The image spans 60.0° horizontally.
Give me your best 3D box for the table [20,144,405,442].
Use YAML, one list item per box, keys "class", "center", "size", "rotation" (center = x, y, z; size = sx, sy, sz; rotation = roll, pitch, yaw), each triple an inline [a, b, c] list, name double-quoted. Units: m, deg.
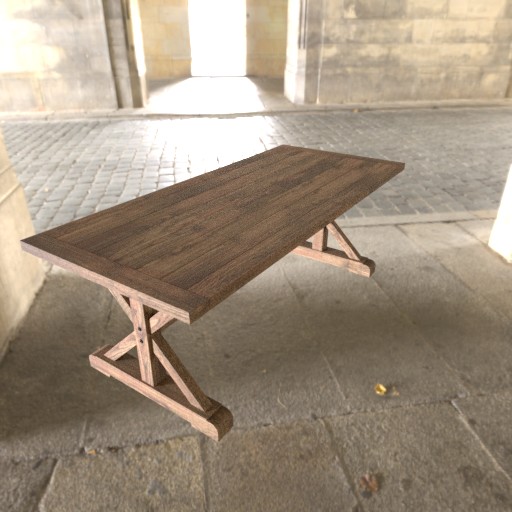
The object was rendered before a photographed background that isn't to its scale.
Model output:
- class: "table"
  center: [0.000, 0.000, 2.460]
  size: [0.907, 0.733, 2.031]
  rotation: [17, 32, 30]
